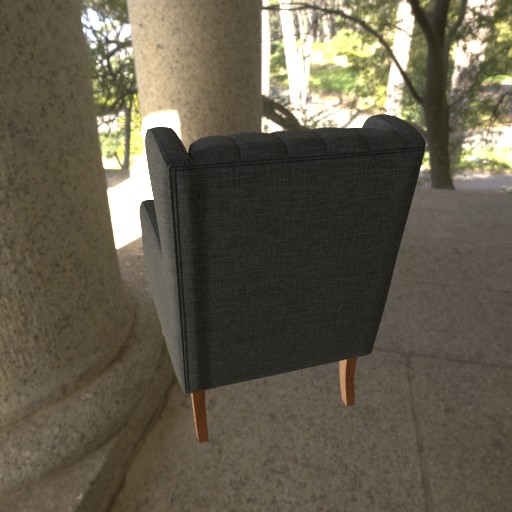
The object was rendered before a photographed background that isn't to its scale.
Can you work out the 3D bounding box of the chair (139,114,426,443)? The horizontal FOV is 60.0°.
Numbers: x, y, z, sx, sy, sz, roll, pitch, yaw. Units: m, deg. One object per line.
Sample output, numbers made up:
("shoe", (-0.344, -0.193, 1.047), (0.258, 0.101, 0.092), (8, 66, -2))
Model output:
("chair", (0.000, 0.000, 1.489), (0.711, 0.953, 0.775), (-8, 28, -15))
